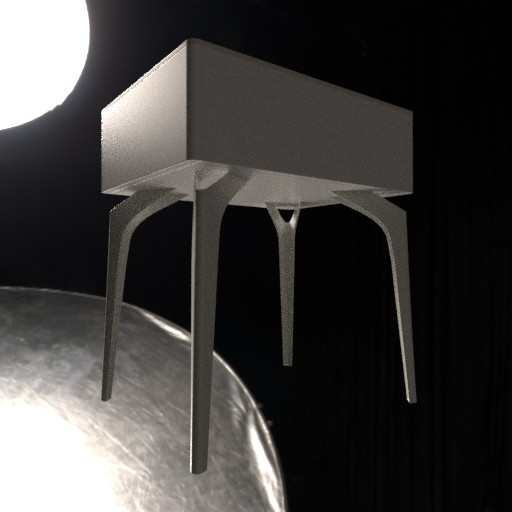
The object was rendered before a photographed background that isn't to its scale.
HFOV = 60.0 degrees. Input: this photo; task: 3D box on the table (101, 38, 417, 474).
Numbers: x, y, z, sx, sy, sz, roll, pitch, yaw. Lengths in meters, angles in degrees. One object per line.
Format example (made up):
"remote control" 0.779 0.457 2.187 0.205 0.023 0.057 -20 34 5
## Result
"table" 0.000 0.000 0.881 0.500 0.570 0.400 0 0 -37
